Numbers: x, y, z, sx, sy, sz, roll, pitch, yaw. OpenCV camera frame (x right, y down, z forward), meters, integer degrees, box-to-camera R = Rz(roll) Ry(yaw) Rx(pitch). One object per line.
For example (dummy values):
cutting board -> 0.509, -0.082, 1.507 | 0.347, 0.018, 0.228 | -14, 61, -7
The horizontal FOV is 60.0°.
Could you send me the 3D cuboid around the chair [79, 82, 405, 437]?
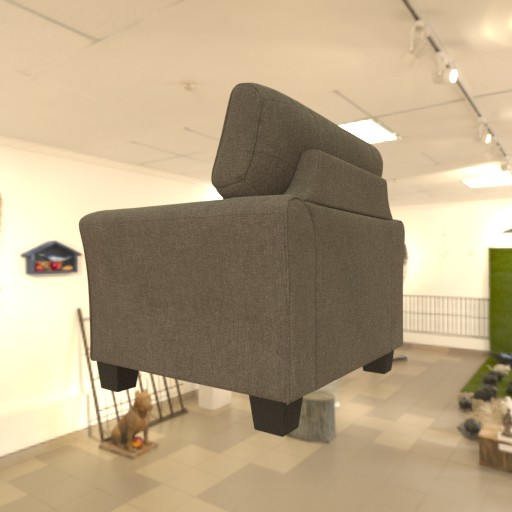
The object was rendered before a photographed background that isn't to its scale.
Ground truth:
chair -> 0.000, 0.000, 1.614 | 0.816, 0.890, 0.941 | 0, -1, 35
